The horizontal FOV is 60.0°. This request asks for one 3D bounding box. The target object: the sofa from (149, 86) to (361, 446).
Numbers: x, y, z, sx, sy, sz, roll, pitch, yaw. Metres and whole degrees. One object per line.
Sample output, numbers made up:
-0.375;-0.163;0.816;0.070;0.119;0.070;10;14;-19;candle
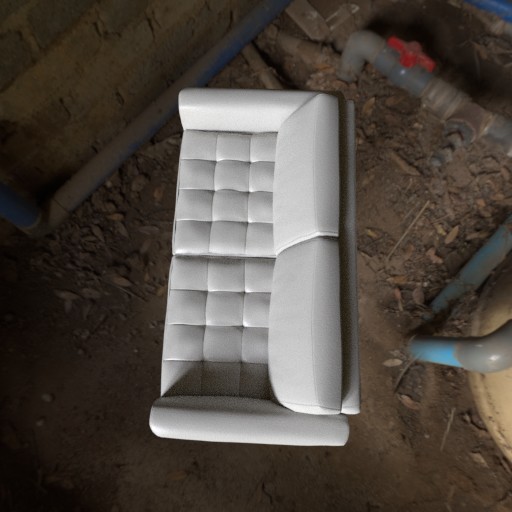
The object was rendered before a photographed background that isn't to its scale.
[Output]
0.000;0.000;2.748;1.121;0.930;2.177;2;76;1;sofa
